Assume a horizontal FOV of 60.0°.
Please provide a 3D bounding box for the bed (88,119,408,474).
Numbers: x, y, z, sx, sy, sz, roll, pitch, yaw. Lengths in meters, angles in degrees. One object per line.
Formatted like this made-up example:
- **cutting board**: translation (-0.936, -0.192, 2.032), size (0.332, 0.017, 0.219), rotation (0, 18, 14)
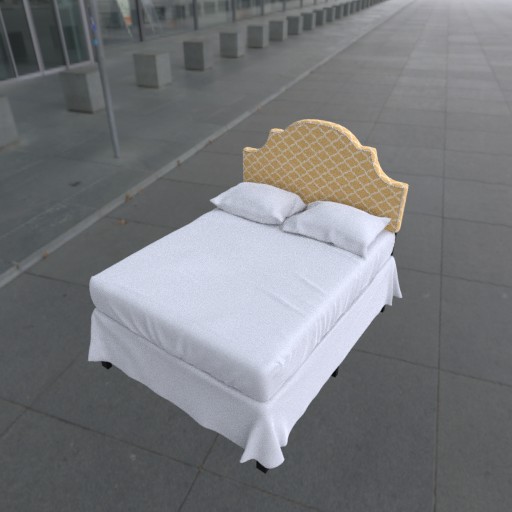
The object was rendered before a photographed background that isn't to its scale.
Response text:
- **bed**: translation (0.000, 0.000, 3.400), size (1.780, 1.633, 2.222), rotation (21, 38, 29)
